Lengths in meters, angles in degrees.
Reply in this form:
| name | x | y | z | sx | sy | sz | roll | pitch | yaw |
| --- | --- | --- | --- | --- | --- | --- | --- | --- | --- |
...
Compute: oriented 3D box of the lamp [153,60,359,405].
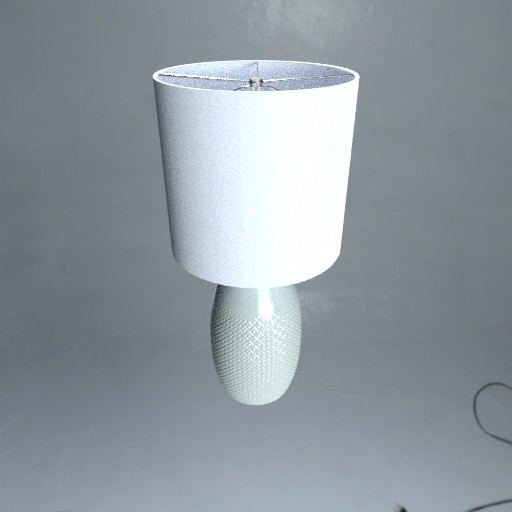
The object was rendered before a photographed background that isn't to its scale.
| name | x | y | z | sx | sy | sz | roll | pitch | yaw |
| --- | --- | --- | --- | --- | --- | --- | --- | --- | --- |
| lamp | 0.000 | 0.000 | 0.588 | 0.217 | 0.453 | 0.217 | 0 | 30 | 1 |
